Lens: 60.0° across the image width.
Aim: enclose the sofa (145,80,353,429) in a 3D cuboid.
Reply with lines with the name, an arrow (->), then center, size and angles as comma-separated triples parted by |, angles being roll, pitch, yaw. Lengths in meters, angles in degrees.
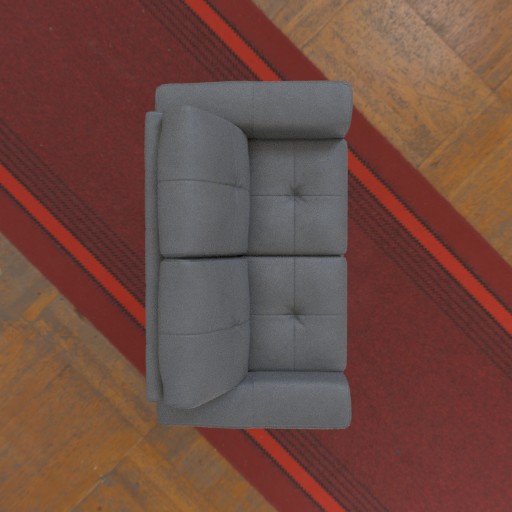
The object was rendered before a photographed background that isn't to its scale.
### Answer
sofa -> 0.000, 0.000, 2.349 | 1.018, 0.907, 1.806 | 0, 91, 1
